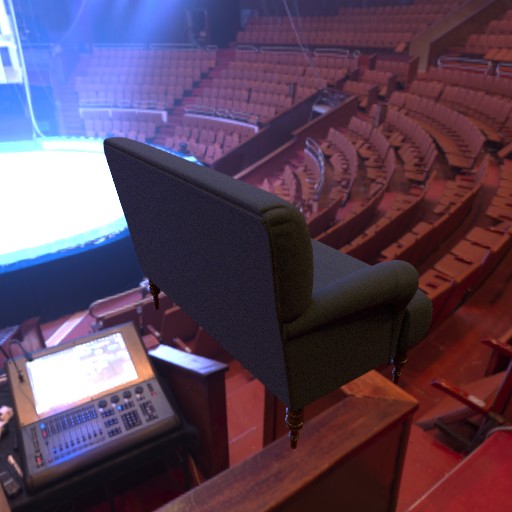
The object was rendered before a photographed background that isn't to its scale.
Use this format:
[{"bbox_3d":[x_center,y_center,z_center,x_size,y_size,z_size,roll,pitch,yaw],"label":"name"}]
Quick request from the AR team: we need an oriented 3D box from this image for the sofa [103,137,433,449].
[{"bbox_3d":[0.000,0.000,1.831,0.779,0.889,1.297,-17,30,-32],"label":"sofa"}]
